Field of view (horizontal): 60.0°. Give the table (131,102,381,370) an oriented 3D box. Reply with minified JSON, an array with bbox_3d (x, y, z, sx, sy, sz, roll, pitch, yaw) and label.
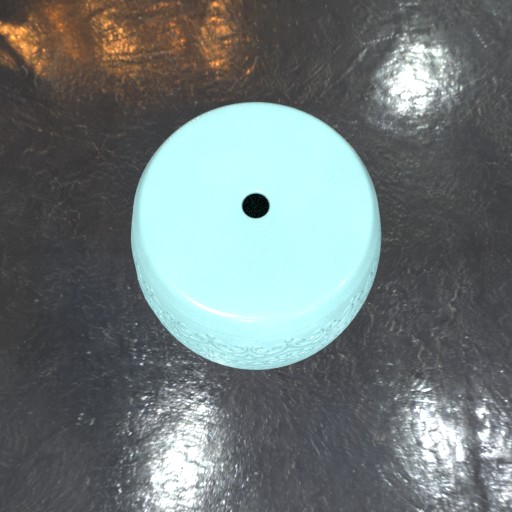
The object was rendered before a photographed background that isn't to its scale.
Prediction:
[{"bbox_3d":[0.000,0.000,0.622,0.309,0.397,0.309,0,75,0],"label":"table"}]
